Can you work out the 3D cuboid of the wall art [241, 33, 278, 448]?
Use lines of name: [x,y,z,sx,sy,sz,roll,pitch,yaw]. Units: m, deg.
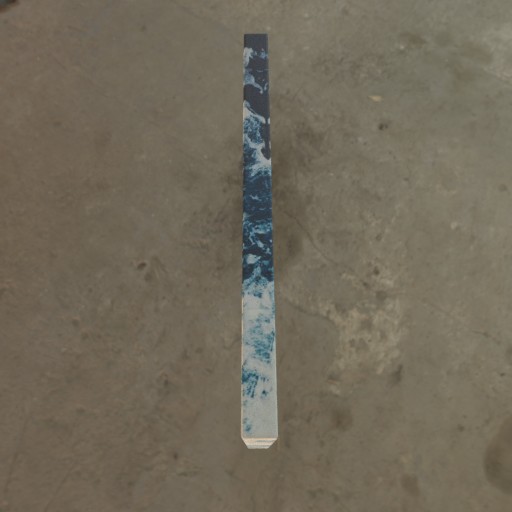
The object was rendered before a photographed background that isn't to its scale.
wall art: [0.000,0.000,0.775,0.043,0.407,0.609,0,65,0]
